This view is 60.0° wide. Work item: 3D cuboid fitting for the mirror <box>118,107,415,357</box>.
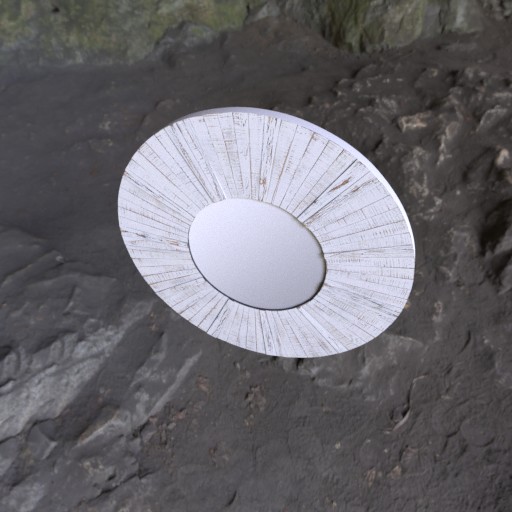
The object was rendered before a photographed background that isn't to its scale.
[{"bbox_3d":[0.000,0.000,1.353,0.914,0.914,0.038,12,43,13],"label":"mirror"}]
